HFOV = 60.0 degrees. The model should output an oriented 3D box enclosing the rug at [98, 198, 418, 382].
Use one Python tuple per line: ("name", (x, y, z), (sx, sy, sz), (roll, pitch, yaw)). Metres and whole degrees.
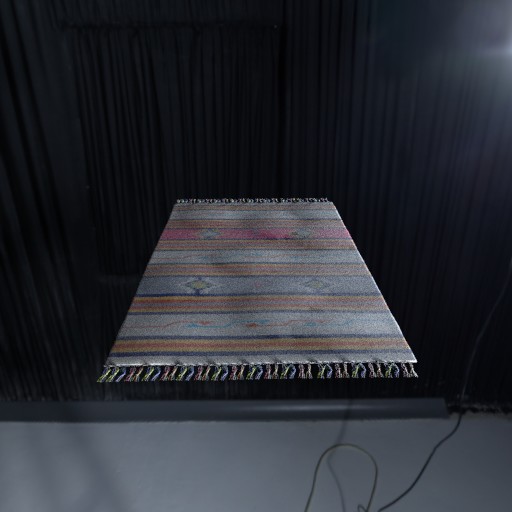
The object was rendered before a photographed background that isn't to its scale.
("rug", (0.000, 0.000, 2.283), (1.084, 0.013, 1.849), (-1, 26, -1))
